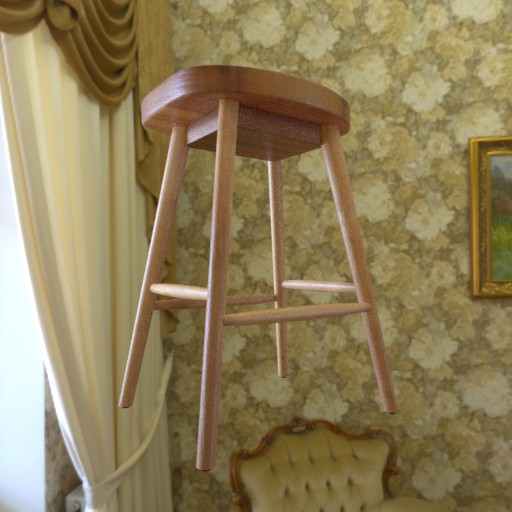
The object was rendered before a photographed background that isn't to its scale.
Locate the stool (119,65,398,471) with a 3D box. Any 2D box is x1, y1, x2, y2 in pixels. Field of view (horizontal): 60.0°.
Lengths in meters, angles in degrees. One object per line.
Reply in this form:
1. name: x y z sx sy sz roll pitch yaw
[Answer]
1. stool: 0.000 0.000 0.891 0.440 0.615 0.361 1 -1 -35
